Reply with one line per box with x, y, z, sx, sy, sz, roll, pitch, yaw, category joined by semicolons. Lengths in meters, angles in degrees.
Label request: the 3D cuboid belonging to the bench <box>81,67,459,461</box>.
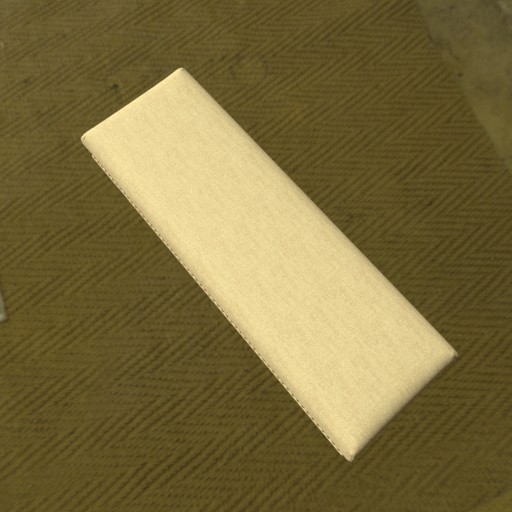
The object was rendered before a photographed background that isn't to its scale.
0.000;0.000;1.448;0.410;0.457;1.219;-39;77;-11;bench
